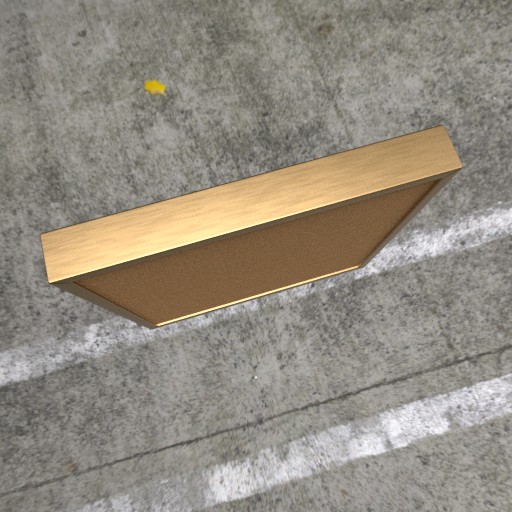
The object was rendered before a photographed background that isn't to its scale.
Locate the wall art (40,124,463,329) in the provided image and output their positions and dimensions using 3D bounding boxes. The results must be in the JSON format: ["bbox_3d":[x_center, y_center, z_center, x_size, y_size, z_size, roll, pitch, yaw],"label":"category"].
[{"bbox_3d":[0.000,0.000,0.463,0.305,0.305,0.037,-16,75,-4],"label":"wall art"}]
